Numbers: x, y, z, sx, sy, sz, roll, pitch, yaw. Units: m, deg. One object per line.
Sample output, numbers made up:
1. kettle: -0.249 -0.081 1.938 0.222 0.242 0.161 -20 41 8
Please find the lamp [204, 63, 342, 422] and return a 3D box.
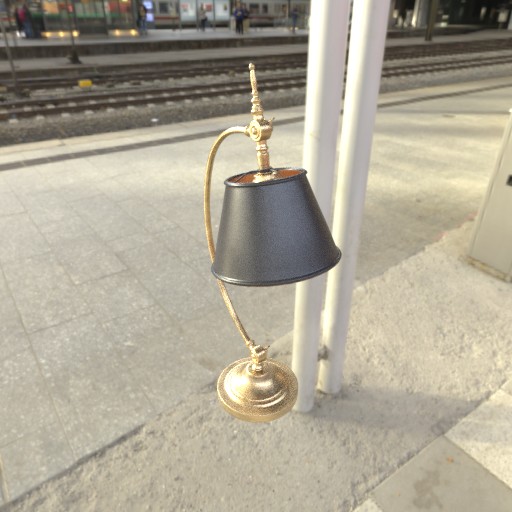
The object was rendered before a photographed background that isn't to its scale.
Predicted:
1. lamp: 0.000 0.000 0.846 0.235 0.675 0.344 -20 35 -32
